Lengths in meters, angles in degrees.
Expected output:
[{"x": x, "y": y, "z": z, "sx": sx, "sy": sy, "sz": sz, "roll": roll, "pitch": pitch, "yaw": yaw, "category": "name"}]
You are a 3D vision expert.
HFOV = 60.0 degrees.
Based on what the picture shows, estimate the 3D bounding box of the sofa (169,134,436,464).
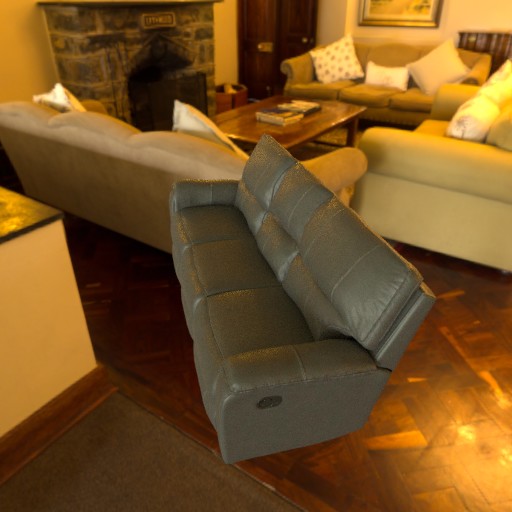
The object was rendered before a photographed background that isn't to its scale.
[{"x": 0.000, "y": 0.000, "z": 3.206, "sx": 1.104, "sy": 1.134, "sz": 2.627, "roll": -8, "pitch": 31, "yaw": -13, "category": "sofa"}]
